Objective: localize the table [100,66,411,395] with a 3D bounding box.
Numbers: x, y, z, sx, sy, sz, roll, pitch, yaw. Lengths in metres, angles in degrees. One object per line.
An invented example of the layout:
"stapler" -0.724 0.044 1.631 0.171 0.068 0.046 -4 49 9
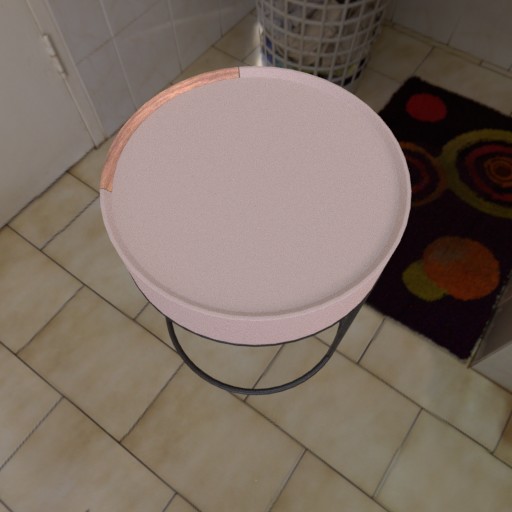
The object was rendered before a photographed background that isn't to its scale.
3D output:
"table" 0.000 0.000 0.880 0.450 0.530 0.450 0 63 0
